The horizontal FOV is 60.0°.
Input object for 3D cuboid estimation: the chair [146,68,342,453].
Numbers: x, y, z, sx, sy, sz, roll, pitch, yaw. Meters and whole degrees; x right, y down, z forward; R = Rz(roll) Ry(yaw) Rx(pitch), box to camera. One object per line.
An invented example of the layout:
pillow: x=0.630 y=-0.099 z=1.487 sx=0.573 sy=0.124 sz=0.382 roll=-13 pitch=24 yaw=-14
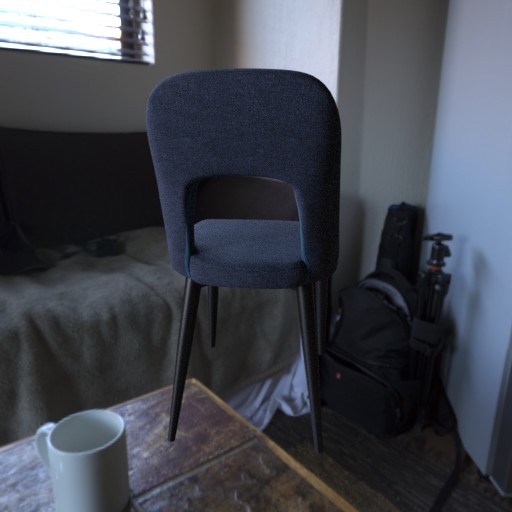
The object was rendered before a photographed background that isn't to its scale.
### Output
chair: x=0.000 y=0.000 z=1.267 sx=0.470 sy=0.931 sz=0.612 roll=2 pitch=16 yaw=7
